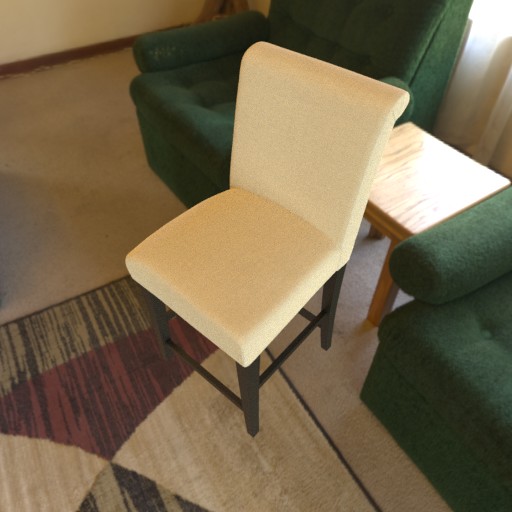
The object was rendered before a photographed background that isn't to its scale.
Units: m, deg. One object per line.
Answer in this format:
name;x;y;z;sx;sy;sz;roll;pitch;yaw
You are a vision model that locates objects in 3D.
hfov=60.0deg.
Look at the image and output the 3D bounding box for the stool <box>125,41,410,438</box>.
stool;0.000;0.000;1.321;0.452;0.976;0.597;32;55;27
